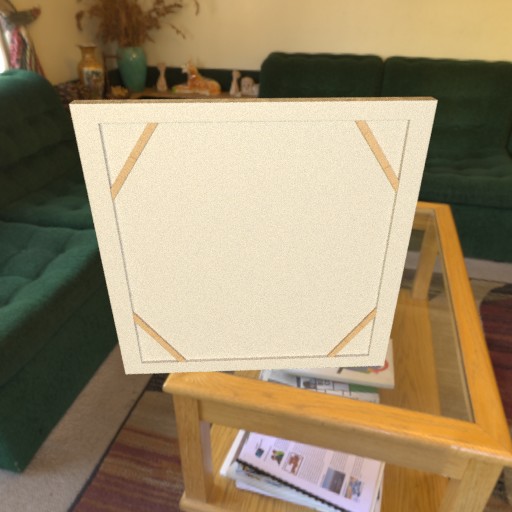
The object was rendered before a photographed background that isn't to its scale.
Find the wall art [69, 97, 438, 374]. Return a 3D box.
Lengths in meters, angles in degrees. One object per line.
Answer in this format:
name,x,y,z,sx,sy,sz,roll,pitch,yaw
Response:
wall art,0.000,0.000,1.612,1.092,1.091,0.051,-1,31,-2
